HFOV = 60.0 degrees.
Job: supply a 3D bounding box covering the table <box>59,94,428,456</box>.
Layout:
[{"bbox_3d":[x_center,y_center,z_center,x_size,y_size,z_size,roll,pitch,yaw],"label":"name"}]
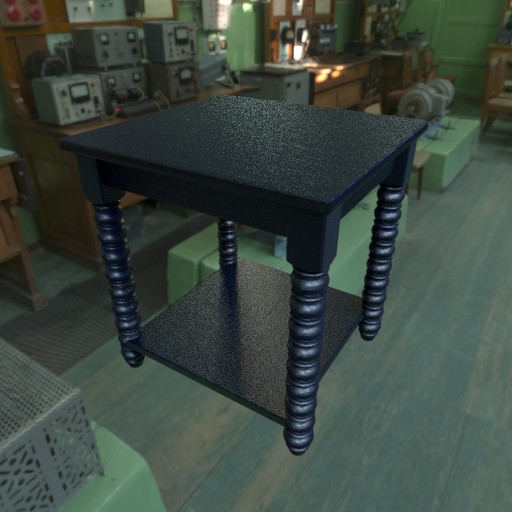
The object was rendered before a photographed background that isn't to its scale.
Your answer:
[{"bbox_3d":[0.000,0.000,0.997,0.533,0.567,0.500,18,35,27],"label":"table"}]
